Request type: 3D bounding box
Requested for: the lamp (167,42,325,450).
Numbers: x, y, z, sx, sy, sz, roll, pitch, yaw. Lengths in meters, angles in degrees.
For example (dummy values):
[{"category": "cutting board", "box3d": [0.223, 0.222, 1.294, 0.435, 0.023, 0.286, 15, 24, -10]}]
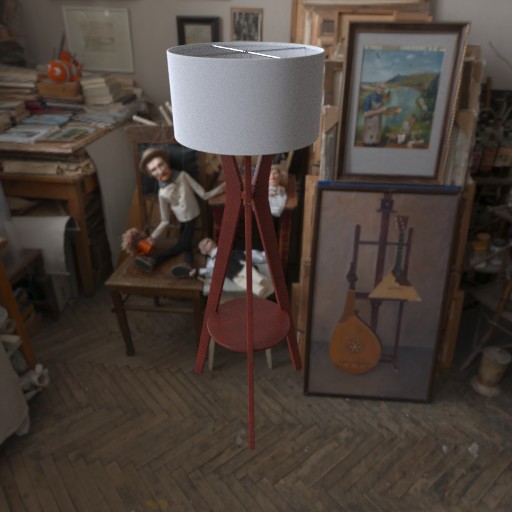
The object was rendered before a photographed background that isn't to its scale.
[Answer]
[{"category": "lamp", "box3d": [0.000, 0.000, 1.728, 0.542, 1.472, 0.539, -18, 35, -28]}]
